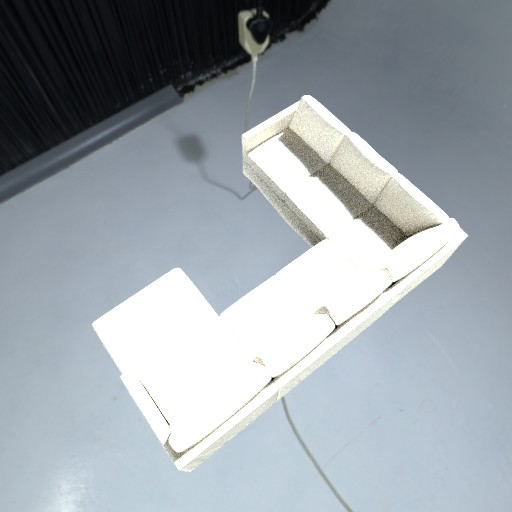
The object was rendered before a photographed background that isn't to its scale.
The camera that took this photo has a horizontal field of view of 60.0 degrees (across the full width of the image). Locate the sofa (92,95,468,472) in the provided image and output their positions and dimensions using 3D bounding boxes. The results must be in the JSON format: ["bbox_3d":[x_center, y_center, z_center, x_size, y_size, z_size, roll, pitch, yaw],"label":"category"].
[{"bbox_3d":[0.000,0.000,4.560,3.460,0.882,2.427,-35,68,-16],"label":"sofa"}]
